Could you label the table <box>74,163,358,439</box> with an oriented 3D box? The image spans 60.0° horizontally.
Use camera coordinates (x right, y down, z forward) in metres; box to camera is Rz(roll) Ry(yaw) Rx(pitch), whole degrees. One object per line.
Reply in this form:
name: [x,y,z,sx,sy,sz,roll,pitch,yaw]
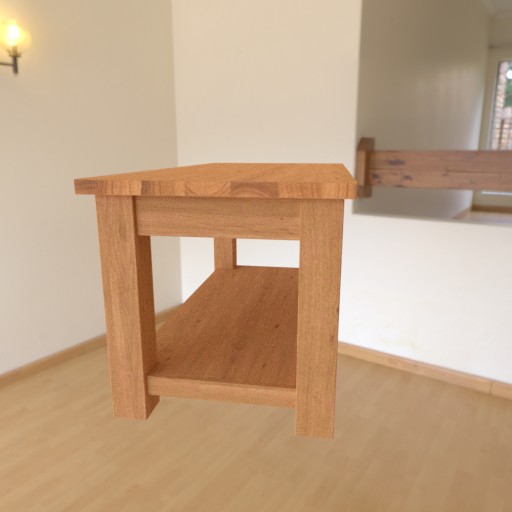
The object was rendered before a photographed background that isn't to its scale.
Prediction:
table: [0.000,0.000,1.165,0.450,0.452,0.899,2,14,9]
